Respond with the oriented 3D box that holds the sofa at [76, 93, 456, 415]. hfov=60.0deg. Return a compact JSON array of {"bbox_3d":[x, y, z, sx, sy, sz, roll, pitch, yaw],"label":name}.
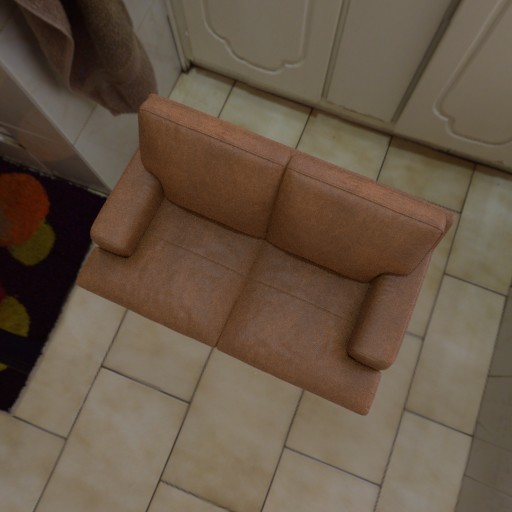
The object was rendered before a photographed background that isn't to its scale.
[{"bbox_3d":[0.000,0.000,2.551,1.880,0.966,1.144,23,76,6],"label":"sofa"}]
